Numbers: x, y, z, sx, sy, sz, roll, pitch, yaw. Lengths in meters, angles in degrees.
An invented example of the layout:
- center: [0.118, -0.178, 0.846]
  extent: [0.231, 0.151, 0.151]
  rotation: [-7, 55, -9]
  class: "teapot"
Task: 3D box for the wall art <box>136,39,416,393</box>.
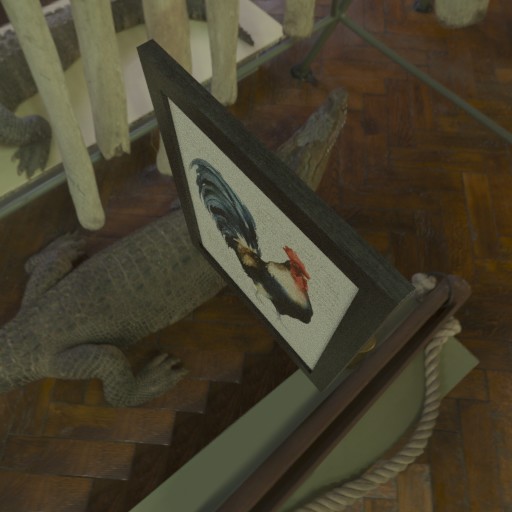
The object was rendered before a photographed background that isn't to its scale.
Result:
- center: [0.000, 0.000, 0.789]
  extent: [0.027, 0.580, 0.479]
  rotation: [-37, 70, -16]
  class: "wall art"
